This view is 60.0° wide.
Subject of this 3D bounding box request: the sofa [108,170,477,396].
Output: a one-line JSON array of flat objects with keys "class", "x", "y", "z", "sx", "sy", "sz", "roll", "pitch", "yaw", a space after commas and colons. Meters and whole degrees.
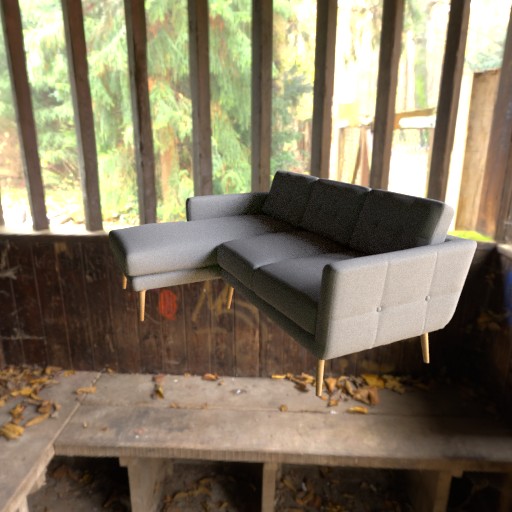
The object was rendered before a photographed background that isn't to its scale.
[{"class": "sofa", "x": 0.000, "y": 0.000, "z": 2.806, "sx": 1.530, "sy": 0.860, "sz": 2.040, "roll": -8, "pitch": 19, "yaw": -25}]
